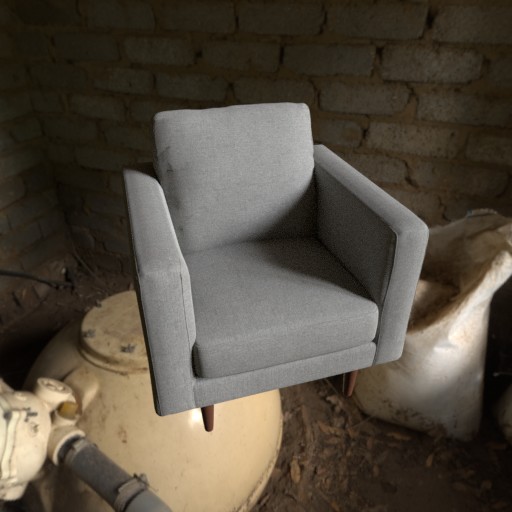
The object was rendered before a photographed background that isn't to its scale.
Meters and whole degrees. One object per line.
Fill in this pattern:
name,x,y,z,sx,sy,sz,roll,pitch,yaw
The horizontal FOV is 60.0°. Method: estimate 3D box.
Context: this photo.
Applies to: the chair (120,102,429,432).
chair,0.000,0.000,1.592,0.855,0.927,0.800,-9,33,-14
